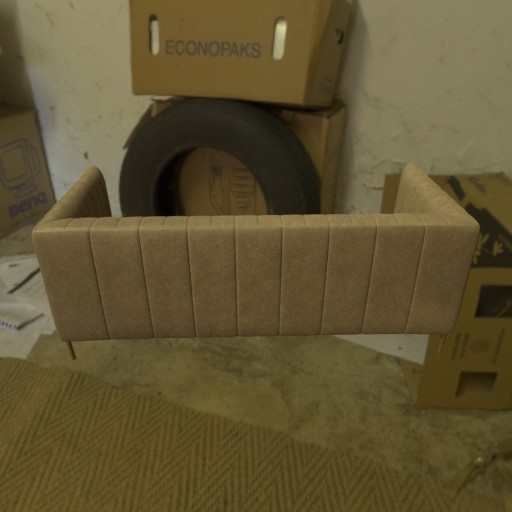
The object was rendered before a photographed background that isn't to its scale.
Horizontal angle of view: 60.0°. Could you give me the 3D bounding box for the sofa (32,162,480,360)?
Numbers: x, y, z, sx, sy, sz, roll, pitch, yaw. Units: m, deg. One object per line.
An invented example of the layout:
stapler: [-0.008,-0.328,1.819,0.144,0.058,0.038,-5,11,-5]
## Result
sofa: [0.000,0.000,2.407,1.980,0.779,0.876,-1,30,-1]
